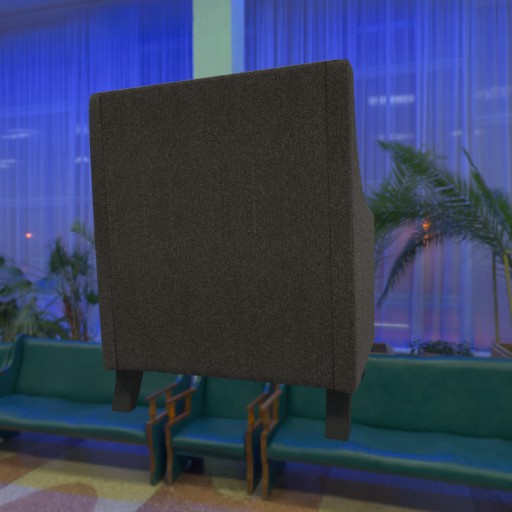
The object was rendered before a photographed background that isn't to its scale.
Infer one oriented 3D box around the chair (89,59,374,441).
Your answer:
[{"bbox_3d":[0.000,0.000,1.586,0.776,0.967,0.884,0,0,18],"label":"chair"}]
